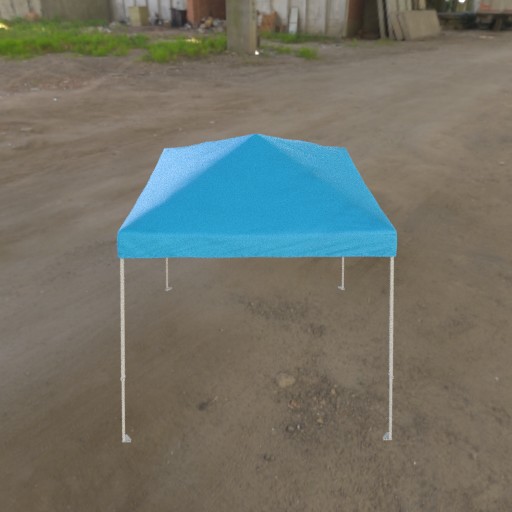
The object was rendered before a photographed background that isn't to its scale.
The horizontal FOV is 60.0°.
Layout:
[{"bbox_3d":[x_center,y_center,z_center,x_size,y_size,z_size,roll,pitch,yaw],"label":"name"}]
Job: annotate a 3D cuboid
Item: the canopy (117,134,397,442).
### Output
[{"bbox_3d":[0.000,0.000,6.537,3.600,3.600,3.599,0,31,0],"label":"canopy"}]
